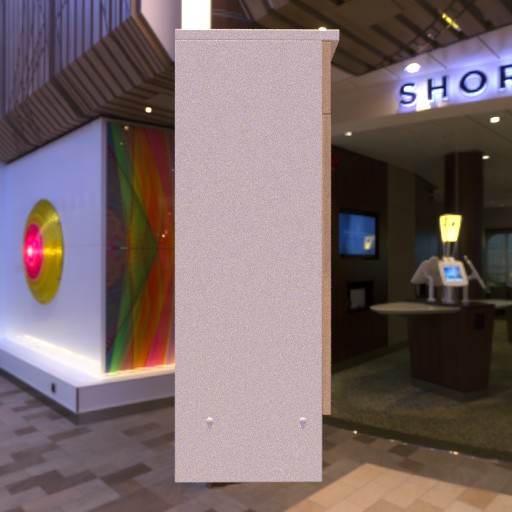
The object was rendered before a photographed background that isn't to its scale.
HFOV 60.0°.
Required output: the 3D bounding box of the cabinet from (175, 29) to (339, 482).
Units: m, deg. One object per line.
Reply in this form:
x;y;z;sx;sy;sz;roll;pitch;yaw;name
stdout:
0.000;0.000;1.096;0.296;0.815;0.600;0;0;0;cabinet
